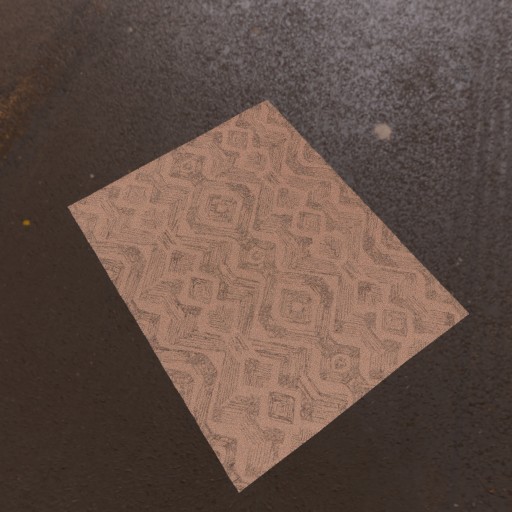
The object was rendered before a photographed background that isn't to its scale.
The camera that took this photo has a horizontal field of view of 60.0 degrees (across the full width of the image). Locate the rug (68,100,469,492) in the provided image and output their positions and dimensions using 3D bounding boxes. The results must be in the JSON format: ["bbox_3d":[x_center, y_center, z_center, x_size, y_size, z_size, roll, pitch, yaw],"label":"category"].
[{"bbox_3d":[0.000,0.000,4.118,2.430,0.030,3.054,-32,68,-14],"label":"rug"}]
